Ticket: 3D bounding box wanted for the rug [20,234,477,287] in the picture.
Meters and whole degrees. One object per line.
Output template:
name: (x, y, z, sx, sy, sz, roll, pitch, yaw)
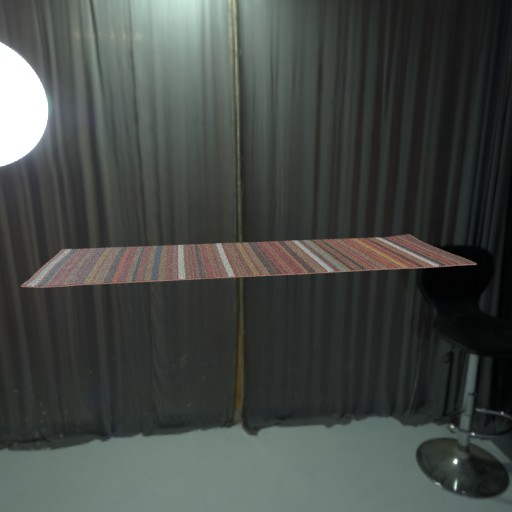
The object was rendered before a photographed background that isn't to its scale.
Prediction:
rug: (0.000, 0.000, 2.713, 2.444, 0.030, 0.799, -2, 15, -9)
